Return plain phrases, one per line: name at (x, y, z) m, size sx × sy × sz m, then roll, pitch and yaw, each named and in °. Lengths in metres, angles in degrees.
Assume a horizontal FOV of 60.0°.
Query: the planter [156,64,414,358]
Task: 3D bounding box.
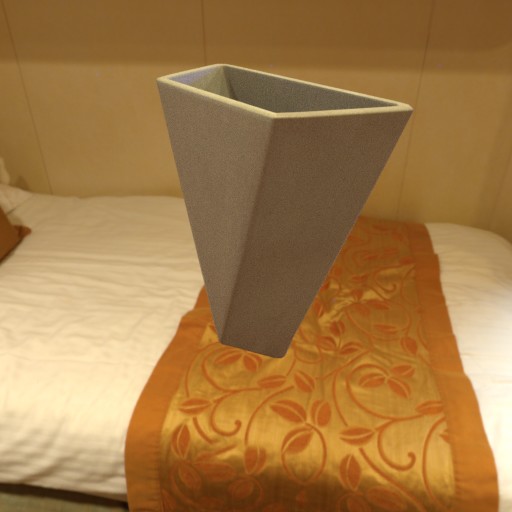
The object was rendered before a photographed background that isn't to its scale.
planter at (0.000, 0.000, 0.272) m, size 0.060 × 0.197 × 0.150 m, roll -21°, pitch 37°, yaw -31°
